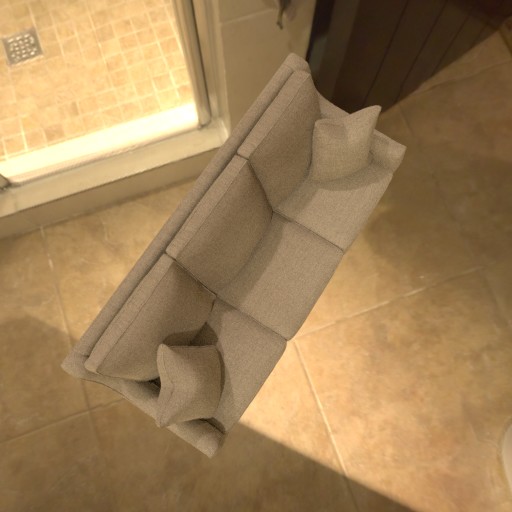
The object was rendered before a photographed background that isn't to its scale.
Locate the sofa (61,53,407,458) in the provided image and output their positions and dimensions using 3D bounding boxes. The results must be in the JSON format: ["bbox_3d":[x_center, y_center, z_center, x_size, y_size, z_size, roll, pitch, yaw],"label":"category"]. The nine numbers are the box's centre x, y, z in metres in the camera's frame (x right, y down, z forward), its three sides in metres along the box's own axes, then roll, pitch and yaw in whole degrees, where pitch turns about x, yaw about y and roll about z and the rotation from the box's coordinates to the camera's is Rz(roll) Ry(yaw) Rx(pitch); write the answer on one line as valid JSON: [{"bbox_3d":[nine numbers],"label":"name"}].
[{"bbox_3d":[0.000,0.000,2.524,0.865,0.914,2.031,32,79,7],"label":"sofa"}]
